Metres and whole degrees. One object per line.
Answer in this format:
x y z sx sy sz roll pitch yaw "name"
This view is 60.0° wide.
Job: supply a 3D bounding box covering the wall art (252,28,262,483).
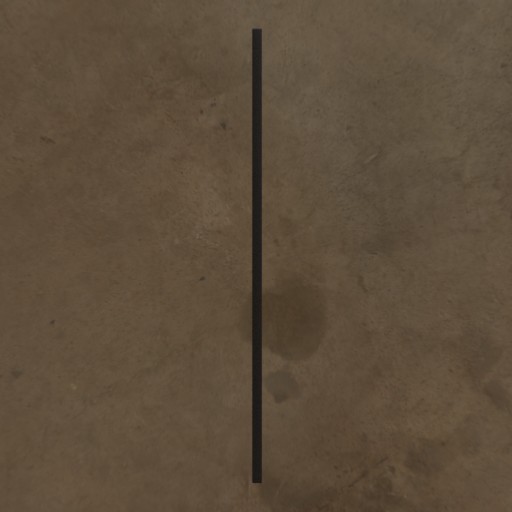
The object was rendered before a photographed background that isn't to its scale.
0.000 0.000 0.825 0.012 0.558 0.562 0 90 0 "wall art"
